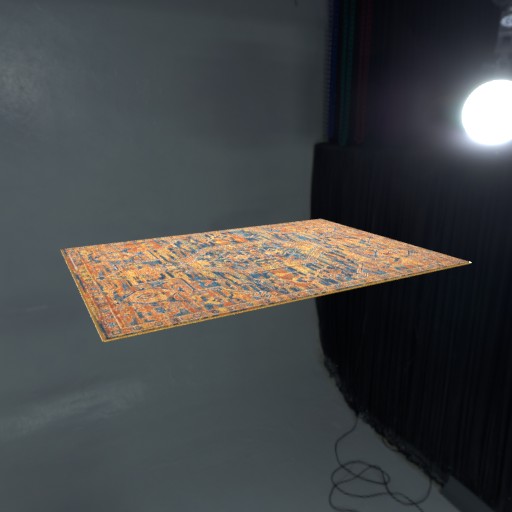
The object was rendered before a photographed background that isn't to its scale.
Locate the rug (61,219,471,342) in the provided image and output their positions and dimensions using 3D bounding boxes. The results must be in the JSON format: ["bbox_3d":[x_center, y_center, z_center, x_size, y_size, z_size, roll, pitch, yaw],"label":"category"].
[{"bbox_3d":[0.000,0.000,3.823,2.916,0.019,2.043,-9,18,-27],"label":"rug"}]
